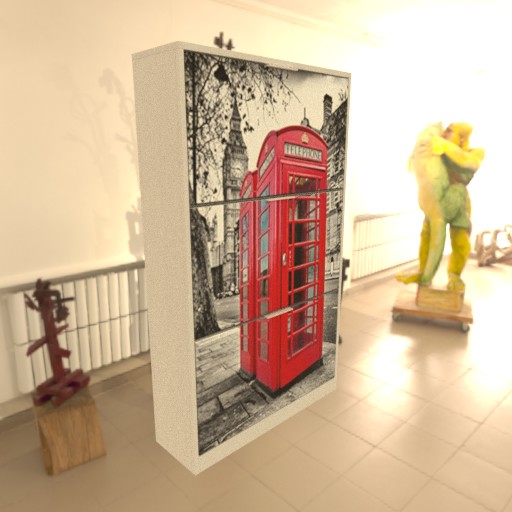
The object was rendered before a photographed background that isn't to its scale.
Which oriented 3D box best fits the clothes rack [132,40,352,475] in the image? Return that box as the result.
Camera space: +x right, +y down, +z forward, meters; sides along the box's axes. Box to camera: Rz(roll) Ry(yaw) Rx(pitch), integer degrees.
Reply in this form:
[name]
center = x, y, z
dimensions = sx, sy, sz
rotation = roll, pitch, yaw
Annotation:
[clothes rack]
center = 0.000, 0.000, 1.592
dimensions = 0.750, 1.280, 0.250
rotation = -13, 19, -42
